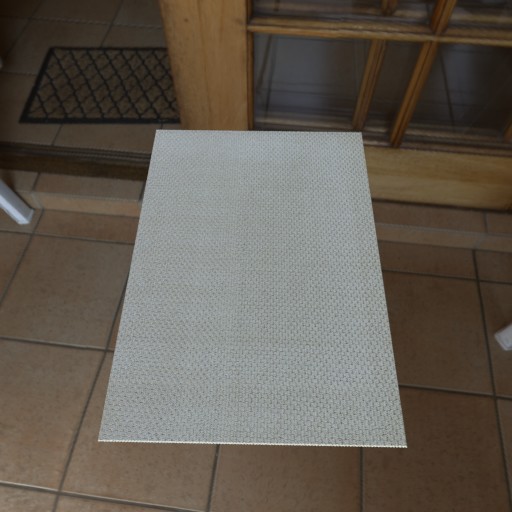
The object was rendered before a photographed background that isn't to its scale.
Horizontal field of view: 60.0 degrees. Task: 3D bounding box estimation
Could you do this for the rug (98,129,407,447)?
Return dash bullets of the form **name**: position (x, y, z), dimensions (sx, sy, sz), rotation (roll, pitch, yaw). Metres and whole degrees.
- **rug**: position (0.000, 0.000, 2.716), dimensions (1.509, 0.013, 2.144), rotation (1, 59, 1)
